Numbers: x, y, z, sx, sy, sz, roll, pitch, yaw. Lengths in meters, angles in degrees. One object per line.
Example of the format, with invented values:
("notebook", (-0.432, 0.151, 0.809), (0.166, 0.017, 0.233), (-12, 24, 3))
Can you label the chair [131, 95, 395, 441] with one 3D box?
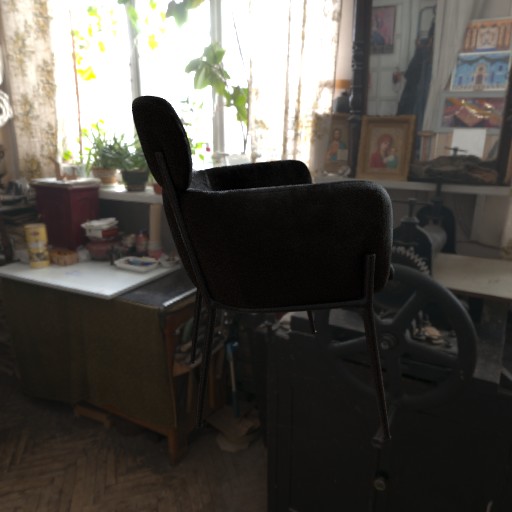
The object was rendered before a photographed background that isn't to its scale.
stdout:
("chair", (0.000, 0.000, 1.227), (0.604, 0.818, 0.640), (-3, 17, -10))
